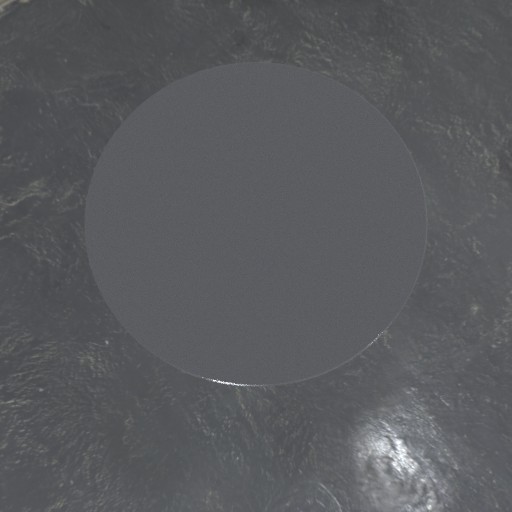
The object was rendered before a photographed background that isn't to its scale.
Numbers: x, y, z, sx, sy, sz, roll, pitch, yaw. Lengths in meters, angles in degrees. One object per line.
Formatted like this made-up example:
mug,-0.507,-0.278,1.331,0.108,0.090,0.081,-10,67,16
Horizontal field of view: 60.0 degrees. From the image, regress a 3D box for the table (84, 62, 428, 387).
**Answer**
table,0.000,0.000,0.912,0.500,0.550,0.500,0,75,0
